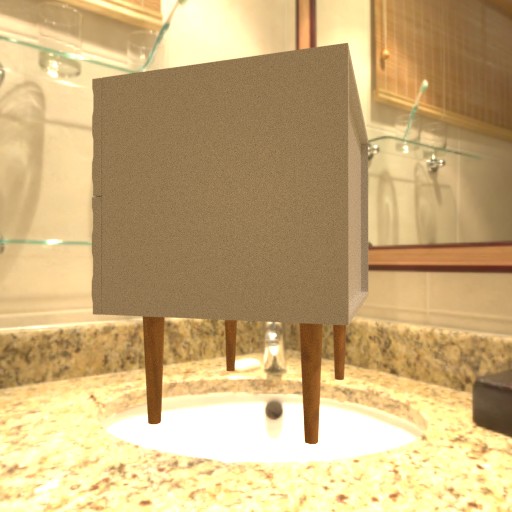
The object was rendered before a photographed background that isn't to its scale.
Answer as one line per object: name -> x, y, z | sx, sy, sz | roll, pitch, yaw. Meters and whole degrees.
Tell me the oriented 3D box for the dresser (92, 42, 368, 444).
dresser -> 0.000, 0.000, 0.893 | 0.414, 0.568, 0.503 | 0, 0, 17
